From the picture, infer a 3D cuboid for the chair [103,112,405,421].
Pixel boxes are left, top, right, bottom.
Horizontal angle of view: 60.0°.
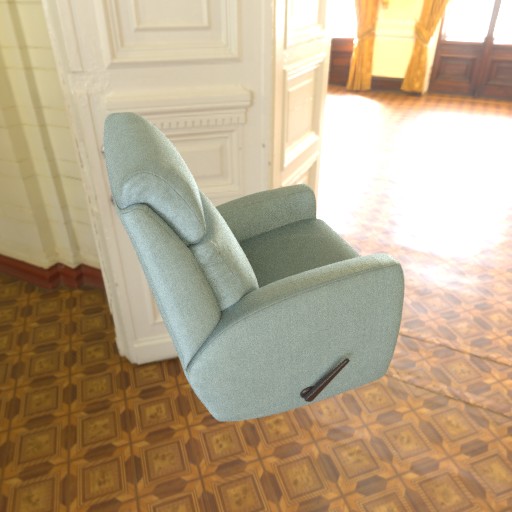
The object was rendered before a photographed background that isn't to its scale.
[{"bbox_3d":[0.000,0.000,1.664,0.940,1.013,0.812,-11,34,-17],"label":"chair"}]
